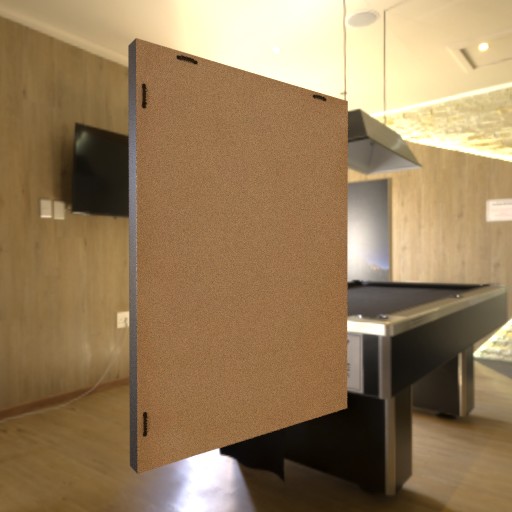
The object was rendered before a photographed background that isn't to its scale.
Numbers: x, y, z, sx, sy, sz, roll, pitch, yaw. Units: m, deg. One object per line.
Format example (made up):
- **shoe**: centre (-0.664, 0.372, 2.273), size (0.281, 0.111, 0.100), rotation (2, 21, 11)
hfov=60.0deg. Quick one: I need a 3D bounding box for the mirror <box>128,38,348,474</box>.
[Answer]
- **mirror**: centre (0.000, 0.000, 0.885), size (0.507, 0.710, 0.039), rotation (-1, 1, -37)
